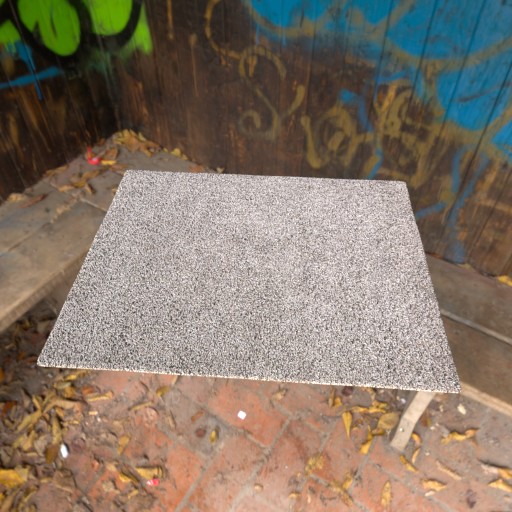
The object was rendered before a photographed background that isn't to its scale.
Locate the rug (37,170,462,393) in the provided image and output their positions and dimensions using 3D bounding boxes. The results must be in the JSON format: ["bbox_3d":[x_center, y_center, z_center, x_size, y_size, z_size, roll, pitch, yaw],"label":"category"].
[{"bbox_3d":[0.000,0.000,3.996,3.047,0.029,2.438,3,46,3],"label":"rug"}]
